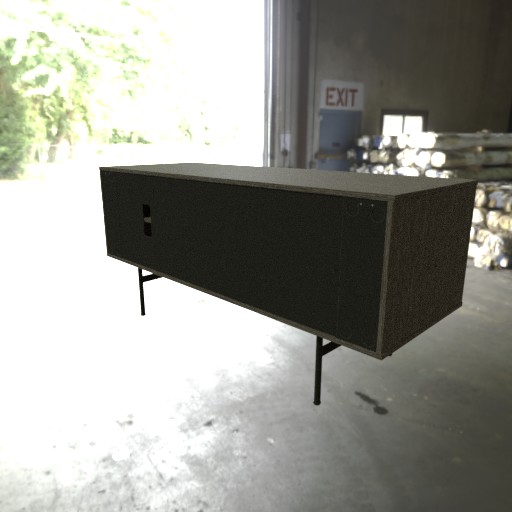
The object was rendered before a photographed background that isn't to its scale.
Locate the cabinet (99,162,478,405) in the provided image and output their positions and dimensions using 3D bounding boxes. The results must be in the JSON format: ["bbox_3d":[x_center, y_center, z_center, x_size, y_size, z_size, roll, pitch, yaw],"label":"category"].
[{"bbox_3d":[0.000,0.000,1.602,1.300,0.599,0.500,14,21,43],"label":"cabinet"}]
